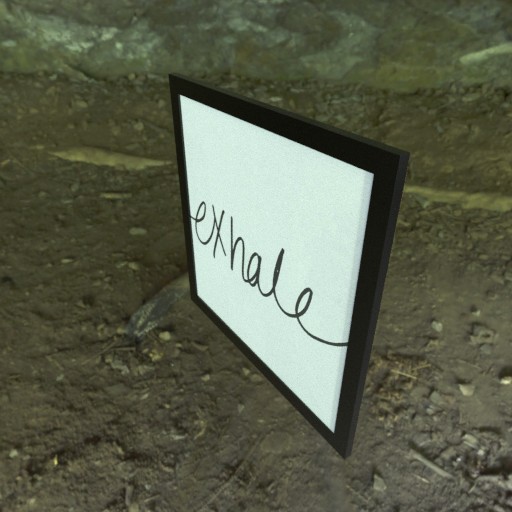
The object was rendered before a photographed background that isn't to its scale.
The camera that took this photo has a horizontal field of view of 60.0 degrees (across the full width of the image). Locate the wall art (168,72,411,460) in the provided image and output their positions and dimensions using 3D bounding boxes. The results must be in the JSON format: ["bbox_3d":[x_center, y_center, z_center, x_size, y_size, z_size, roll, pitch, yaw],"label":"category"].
[{"bbox_3d":[0.000,0.000,0.658,0.014,0.445,0.446,-21,38,-30],"label":"wall art"}]
